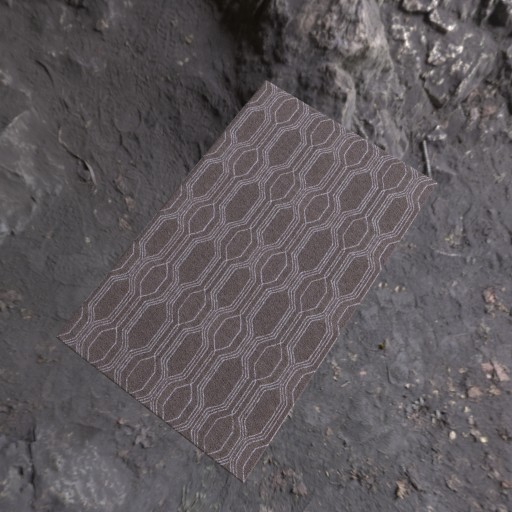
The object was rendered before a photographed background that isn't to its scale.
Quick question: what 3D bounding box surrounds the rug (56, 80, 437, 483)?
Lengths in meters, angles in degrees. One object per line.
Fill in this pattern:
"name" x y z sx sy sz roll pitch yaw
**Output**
"rug" 0.000 0.000 3.108 1.541 0.012 2.457 34 77 9
